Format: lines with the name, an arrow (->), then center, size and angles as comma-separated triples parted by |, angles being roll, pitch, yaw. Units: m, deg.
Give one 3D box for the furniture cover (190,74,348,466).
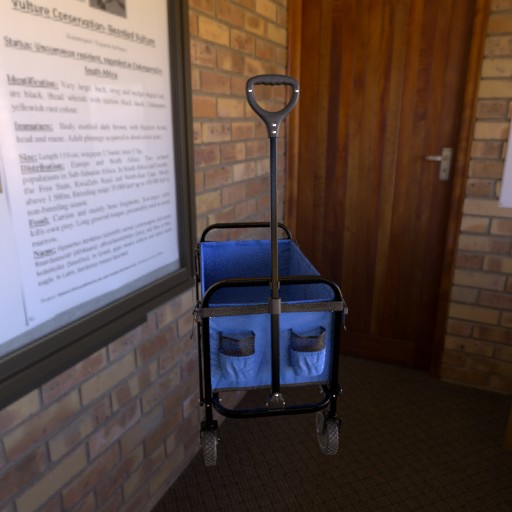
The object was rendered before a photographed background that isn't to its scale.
furniture cover -> 0.000, 0.000, 1.793 | 0.532, 1.295, 1.038 | -2, 17, -7
